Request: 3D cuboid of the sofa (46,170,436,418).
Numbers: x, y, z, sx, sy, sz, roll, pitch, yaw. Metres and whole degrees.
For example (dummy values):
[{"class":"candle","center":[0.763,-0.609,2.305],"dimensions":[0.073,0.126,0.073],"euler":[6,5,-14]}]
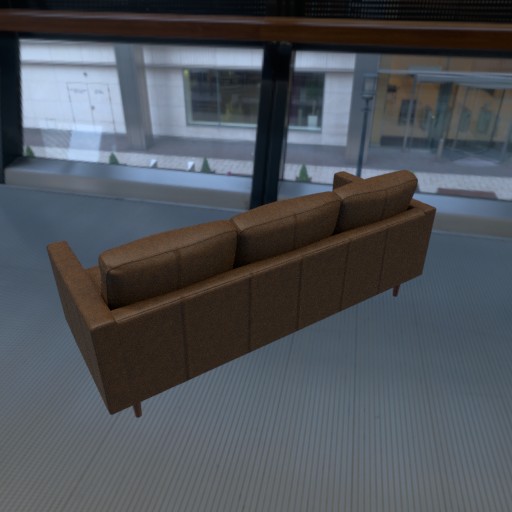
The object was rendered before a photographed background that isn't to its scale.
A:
[{"class":"sofa","center":[0.000,0.000,2.781],"dimensions":[2.231,0.930,0.903],"euler":[-18,35,-29]}]
